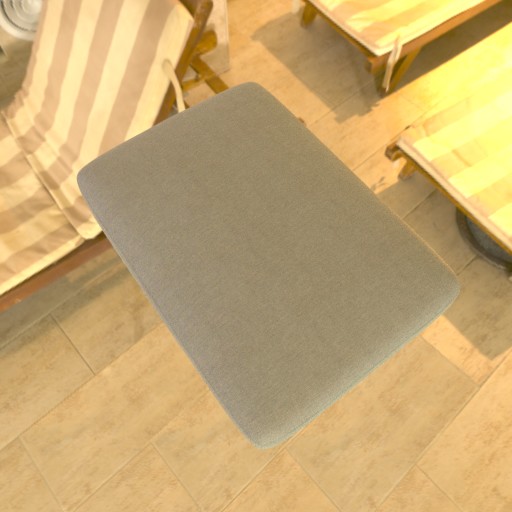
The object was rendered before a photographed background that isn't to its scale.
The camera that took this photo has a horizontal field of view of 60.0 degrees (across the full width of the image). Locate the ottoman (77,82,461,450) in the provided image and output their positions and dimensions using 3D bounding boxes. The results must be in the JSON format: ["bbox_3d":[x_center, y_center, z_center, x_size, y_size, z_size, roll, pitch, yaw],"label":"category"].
[{"bbox_3d":[0.000,0.000,1.054,0.528,0.404,0.735,-33,68,-16],"label":"ottoman"}]
